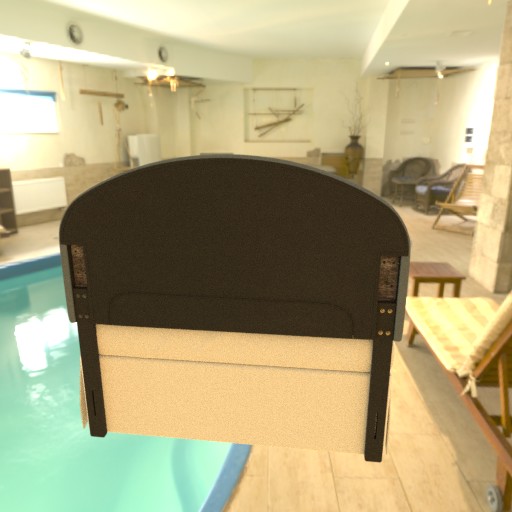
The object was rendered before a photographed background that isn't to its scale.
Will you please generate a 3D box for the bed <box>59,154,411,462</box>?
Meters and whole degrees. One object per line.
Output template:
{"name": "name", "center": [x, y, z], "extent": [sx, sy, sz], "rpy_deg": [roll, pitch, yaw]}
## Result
{"name": "bed", "center": [0.000, 0.000, 2.924], "extent": [1.607, 1.410, 2.005], "rpy_deg": [2, 16, 7]}
